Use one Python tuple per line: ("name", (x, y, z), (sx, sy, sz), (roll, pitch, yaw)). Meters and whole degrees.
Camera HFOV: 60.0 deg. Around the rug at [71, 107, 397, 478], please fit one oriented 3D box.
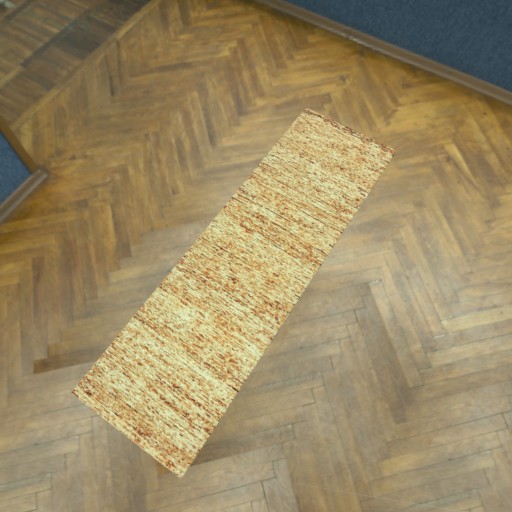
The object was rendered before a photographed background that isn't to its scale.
("rug", (0.000, 0.000, 2.490), (0.680, 0.014, 2.237), (31, 67, 14))
